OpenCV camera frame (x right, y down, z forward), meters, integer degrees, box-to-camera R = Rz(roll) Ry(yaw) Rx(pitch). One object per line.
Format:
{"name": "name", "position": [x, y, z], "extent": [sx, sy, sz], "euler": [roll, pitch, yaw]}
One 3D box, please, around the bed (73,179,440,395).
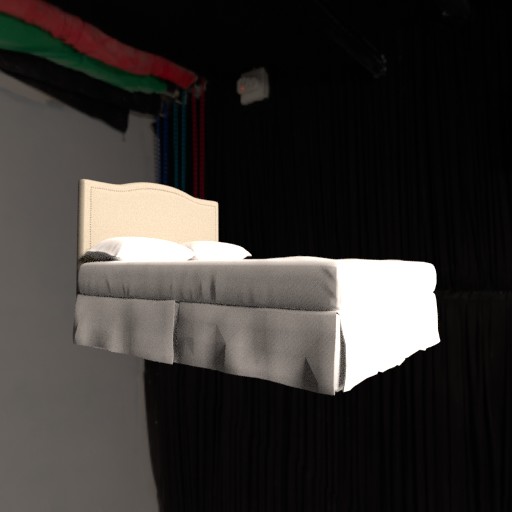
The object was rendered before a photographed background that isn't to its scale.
{"name": "bed", "position": [0.000, 0.000, 3.655], "extent": [2.477, 1.437, 1.977], "euler": [-1, -1, 36]}
